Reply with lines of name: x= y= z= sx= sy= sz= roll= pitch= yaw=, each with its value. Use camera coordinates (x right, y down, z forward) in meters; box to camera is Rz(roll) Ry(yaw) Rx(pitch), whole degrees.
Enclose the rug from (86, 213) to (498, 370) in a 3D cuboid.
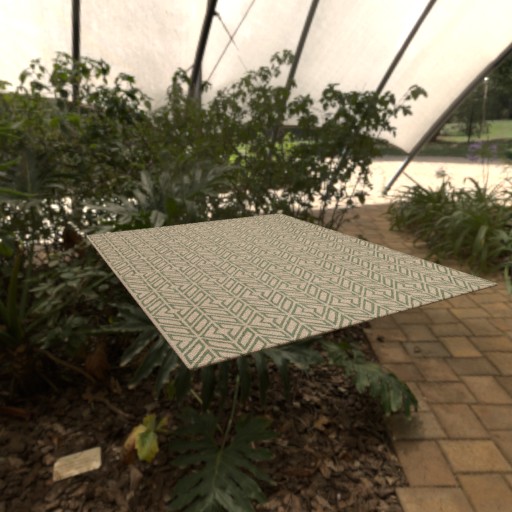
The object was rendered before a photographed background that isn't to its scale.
rug: x=0.000 y=0.000 z=4.007 sx=2.441 sy=0.017 sz=3.050 roll=-9 pitch=19 yaw=-28
